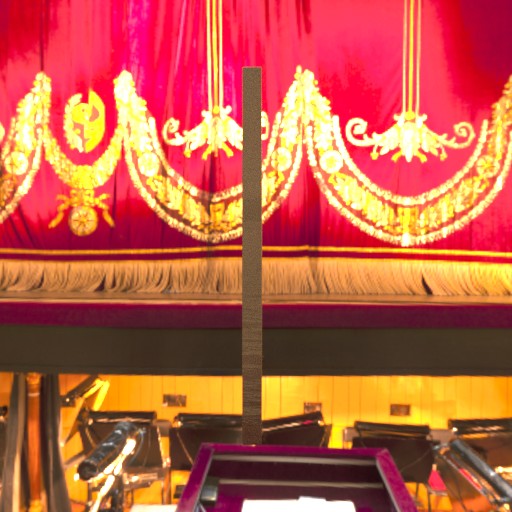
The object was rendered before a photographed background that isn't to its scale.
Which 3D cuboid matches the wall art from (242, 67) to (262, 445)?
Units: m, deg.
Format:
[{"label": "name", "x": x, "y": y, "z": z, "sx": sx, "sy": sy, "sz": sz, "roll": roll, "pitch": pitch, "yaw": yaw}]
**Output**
[{"label": "wall art", "x": 0.000, "y": 0.000, "z": 0.787, "sx": 0.021, "sy": 0.410, "sz": 0.615, "roll": 0, "pitch": 0, "yaw": 1}]
